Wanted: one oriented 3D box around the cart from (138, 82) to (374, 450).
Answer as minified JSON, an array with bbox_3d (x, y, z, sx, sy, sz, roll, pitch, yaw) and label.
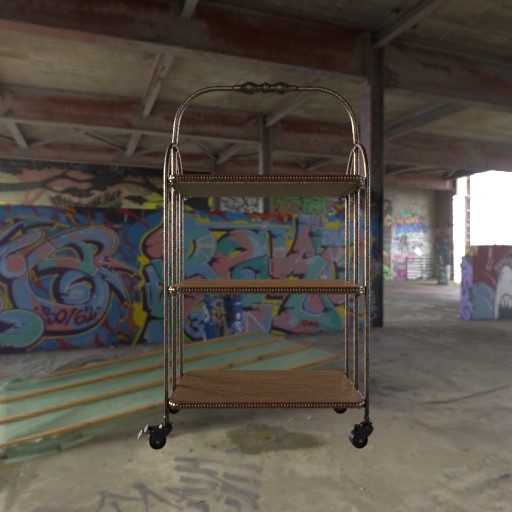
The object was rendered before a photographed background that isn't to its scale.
[{"bbox_3d":[0.000,0.000,1.348,0.650,1.052,0.330,0,0,0],"label":"cart"}]
